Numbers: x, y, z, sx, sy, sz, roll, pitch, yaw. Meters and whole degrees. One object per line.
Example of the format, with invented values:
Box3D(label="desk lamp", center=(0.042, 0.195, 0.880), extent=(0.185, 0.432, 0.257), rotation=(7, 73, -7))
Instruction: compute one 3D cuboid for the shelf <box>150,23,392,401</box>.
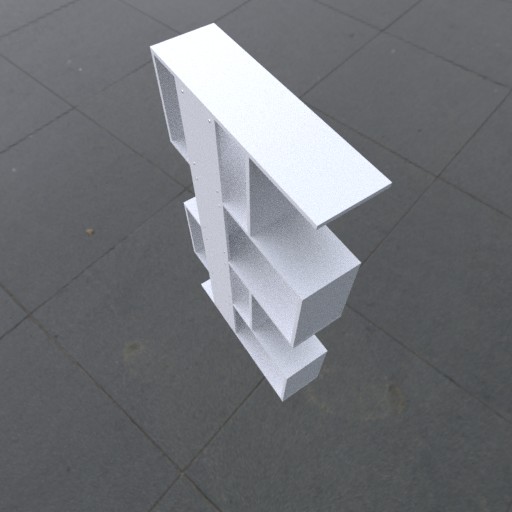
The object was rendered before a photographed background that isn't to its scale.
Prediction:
Box3D(label="shelf", center=(0.000, 0.000, 2.006), extent=(0.250, 1.650, 0.890), rotation=(-30, 62, -18))
